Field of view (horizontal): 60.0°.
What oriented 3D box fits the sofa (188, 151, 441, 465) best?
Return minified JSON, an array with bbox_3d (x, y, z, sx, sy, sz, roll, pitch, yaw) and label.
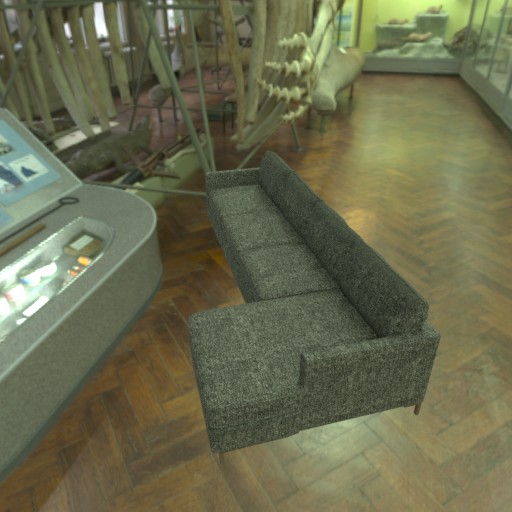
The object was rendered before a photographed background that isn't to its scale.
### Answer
[{"bbox_3d":[0.000,0.000,4.087,1.488,0.970,3.384,-8,31,-13],"label":"sofa"}]
